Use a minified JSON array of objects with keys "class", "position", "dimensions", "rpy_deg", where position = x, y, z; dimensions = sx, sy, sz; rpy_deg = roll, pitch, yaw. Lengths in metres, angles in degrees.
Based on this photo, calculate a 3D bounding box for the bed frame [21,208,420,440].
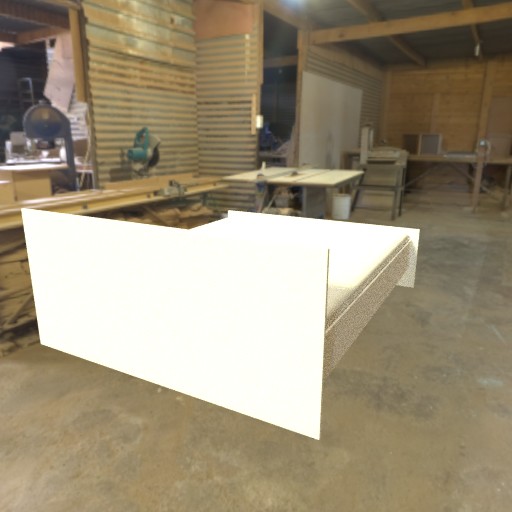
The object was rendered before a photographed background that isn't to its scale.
[{"class":"bed frame","position":[0.000,0.000,2.938],"dimensions":[1.720,0.800,2.060],"rpy_deg":[9,18,28]}]
